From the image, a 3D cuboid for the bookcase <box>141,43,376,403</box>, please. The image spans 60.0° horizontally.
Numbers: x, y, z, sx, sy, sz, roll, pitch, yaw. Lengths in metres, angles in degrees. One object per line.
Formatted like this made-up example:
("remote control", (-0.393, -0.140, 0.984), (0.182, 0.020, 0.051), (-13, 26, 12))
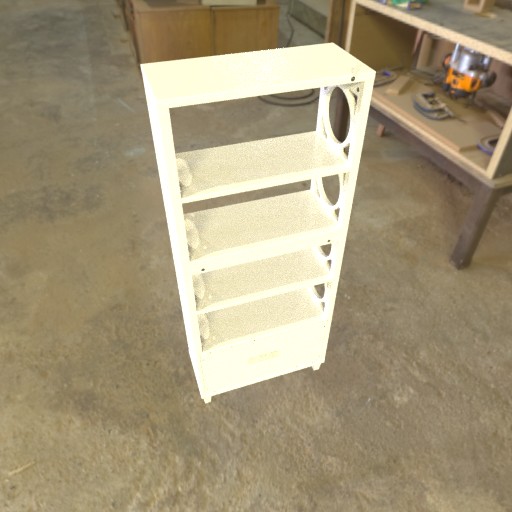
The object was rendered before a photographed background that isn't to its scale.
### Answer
("bookcase", (0.000, 0.000, 2.156), (0.761, 1.869, 0.361), (-13, 44, -14))
